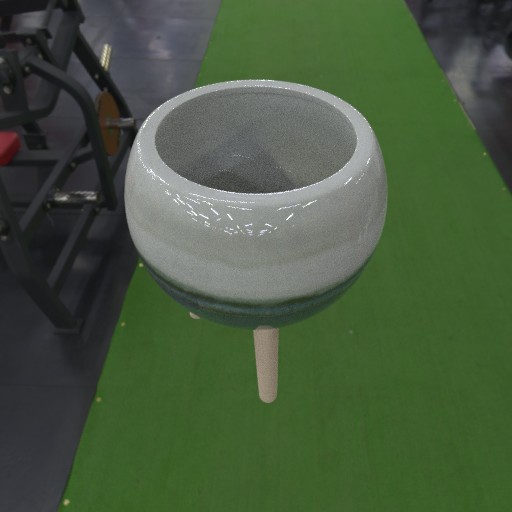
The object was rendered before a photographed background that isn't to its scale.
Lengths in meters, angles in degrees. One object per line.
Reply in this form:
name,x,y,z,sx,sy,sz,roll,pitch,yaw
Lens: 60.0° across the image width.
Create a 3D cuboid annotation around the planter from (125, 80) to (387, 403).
planter,0.000,0.000,0.441,0.222,0.278,0.222,0,46,0
